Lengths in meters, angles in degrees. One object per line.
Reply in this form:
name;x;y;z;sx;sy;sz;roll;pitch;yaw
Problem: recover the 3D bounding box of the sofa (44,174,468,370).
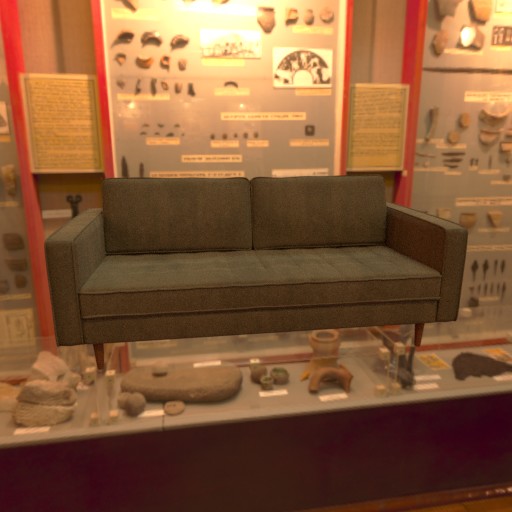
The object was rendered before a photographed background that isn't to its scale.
sofa;0.000;0.000;2.415;1.920;0.825;0.924;-2;15;-8
